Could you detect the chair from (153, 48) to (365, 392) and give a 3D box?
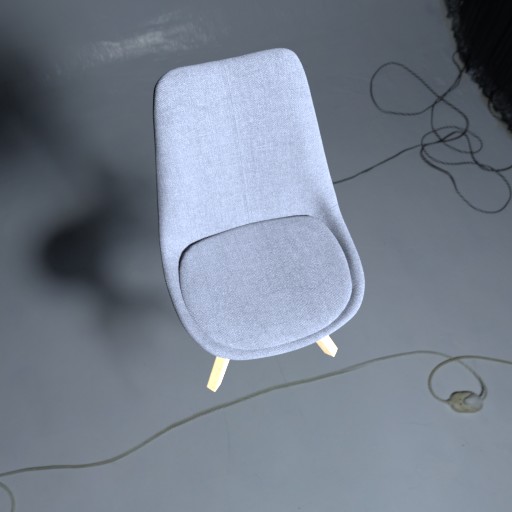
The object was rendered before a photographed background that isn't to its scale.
[{"bbox_3d":[0.000,0.000,1.191,0.485,0.850,0.550,-15,65,-7],"label":"chair"}]
